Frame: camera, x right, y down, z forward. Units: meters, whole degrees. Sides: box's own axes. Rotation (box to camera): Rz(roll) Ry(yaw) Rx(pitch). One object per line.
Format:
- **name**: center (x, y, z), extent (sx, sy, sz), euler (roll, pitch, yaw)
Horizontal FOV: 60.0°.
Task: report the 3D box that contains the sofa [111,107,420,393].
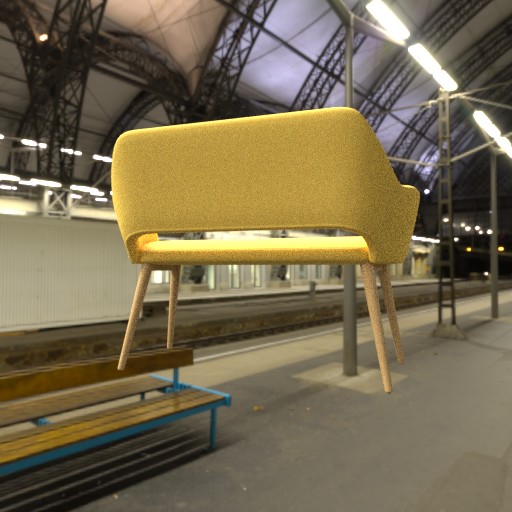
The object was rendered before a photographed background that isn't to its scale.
- **sofa**: center (0.000, 0.000, 1.646), extent (1.150, 0.840, 0.610), euler (-1, -2, 18)
